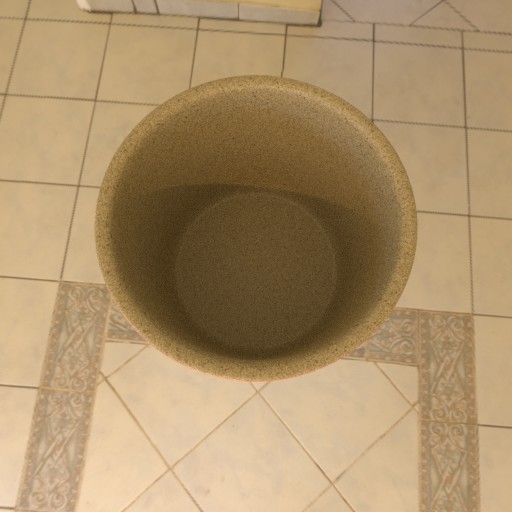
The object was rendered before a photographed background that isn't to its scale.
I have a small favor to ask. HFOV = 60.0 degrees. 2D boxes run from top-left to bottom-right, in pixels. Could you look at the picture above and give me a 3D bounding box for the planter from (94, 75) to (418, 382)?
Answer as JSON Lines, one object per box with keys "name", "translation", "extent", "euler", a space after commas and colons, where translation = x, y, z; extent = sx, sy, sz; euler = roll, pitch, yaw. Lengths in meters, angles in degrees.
{"name": "planter", "translation": [0.000, 0.000, 0.424], "extent": [0.227, 0.235, 0.227], "euler": [0, 75, 0]}
